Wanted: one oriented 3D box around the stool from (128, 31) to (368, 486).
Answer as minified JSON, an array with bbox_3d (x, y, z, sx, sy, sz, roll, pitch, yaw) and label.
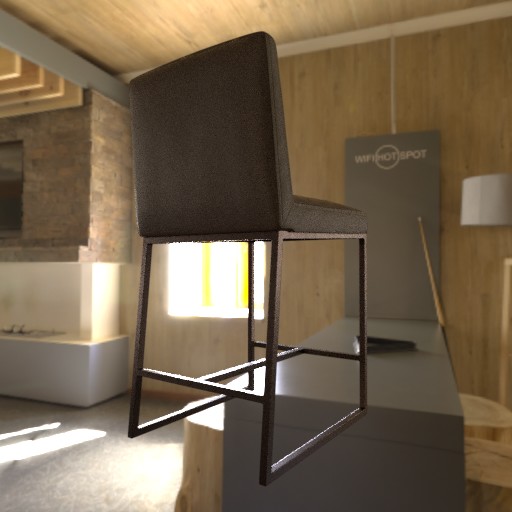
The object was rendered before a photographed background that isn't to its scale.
[{"bbox_3d":[0.000,0.000,1.250,0.463,0.946,0.562,-1,-1,36],"label":"stool"}]
